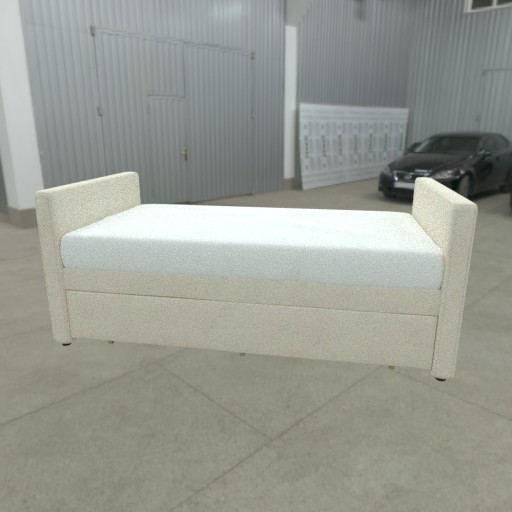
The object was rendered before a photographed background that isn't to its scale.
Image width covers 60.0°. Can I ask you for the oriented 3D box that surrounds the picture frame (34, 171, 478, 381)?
[{"bbox_3d":[0.000,0.000,2.729,2.161,0.891,1.069,3,17,10],"label":"picture frame"}]
